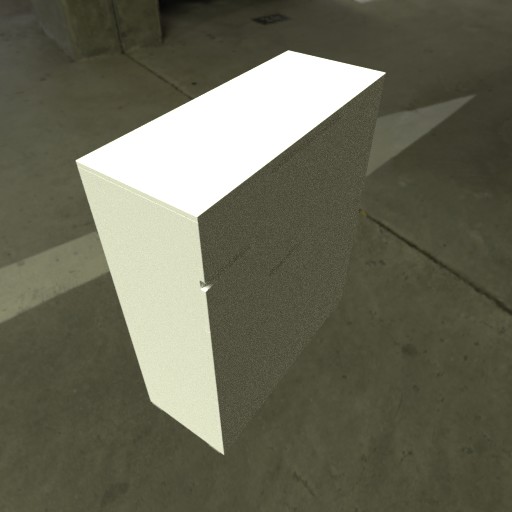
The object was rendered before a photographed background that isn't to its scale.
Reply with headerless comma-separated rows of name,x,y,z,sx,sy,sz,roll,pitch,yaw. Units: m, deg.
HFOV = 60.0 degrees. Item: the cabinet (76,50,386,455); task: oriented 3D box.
cabinet,0.000,0.000,1.727,0.400,1.190,1.000,26,48,25
